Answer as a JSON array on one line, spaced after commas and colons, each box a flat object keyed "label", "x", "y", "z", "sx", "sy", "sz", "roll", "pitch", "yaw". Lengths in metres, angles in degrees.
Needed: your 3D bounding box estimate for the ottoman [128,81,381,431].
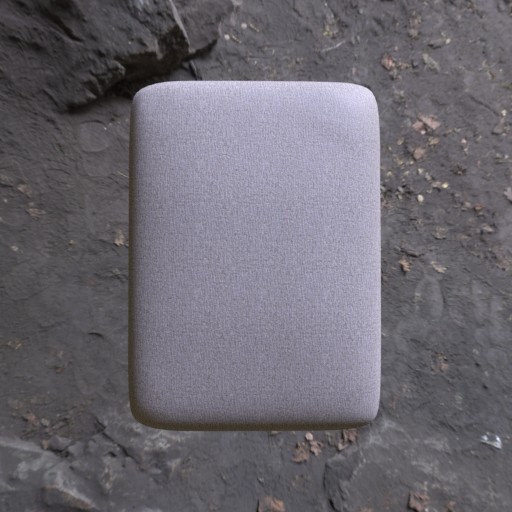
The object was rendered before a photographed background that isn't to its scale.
[{"label": "ottoman", "x": 0.000, "y": 0.000, "z": 1.089, "sx": 0.568, "sy": 0.420, "sz": 0.772, "roll": 0, "pitch": 89, "yaw": -1}]
